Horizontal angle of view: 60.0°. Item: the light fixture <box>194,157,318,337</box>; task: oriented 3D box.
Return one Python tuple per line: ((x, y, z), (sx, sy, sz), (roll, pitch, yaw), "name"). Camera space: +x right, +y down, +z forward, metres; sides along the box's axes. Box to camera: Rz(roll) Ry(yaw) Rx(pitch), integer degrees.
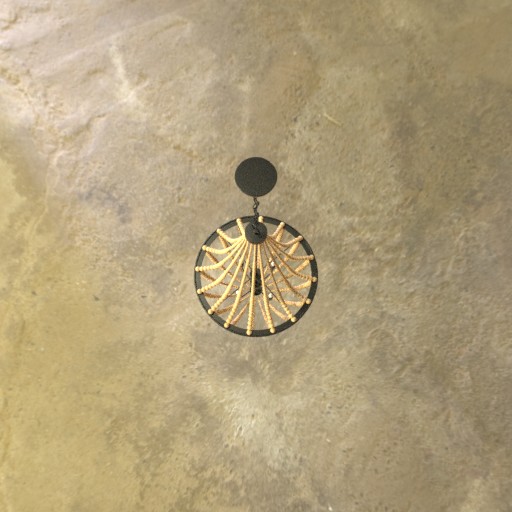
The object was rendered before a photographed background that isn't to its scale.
((0.000, 0.000, 1.362), (0.450, 1.133, 0.450), (0, 75, 0), "light fixture")
